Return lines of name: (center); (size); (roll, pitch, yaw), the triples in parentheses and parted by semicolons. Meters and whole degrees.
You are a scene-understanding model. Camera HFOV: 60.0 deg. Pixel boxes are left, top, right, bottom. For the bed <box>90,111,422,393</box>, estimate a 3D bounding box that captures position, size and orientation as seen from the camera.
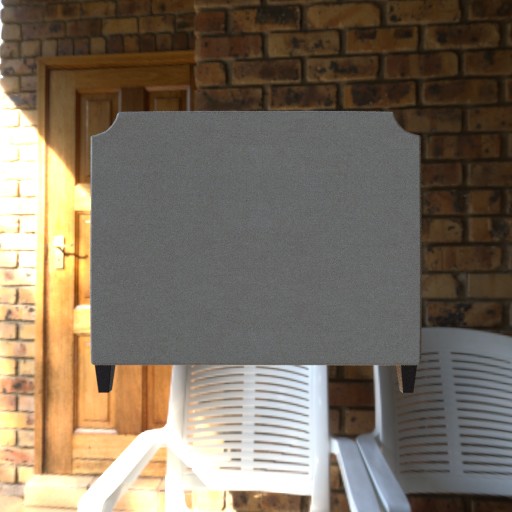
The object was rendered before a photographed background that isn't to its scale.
bed: (0.000, 0.000, 3.463); (1.713, 1.457, 2.381); (0, -1, 0)
